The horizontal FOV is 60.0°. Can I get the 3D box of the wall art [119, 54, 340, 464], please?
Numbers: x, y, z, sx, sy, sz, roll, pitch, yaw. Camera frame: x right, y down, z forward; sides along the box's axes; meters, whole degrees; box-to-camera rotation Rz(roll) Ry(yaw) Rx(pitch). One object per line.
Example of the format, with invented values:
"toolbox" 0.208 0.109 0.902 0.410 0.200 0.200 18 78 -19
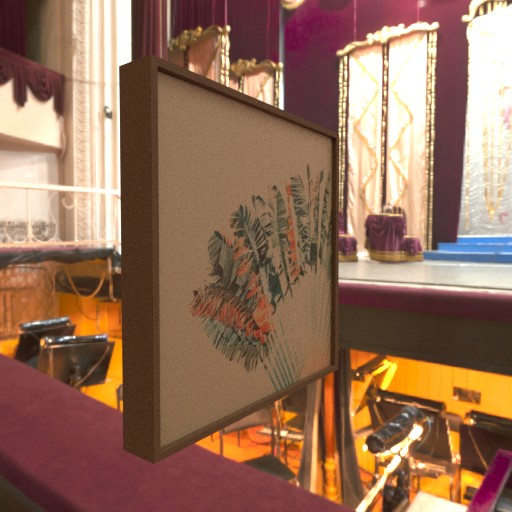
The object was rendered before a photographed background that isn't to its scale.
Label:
"wall art" 0.000 0.000 0.460 0.038 0.303 0.304 2 3 37
